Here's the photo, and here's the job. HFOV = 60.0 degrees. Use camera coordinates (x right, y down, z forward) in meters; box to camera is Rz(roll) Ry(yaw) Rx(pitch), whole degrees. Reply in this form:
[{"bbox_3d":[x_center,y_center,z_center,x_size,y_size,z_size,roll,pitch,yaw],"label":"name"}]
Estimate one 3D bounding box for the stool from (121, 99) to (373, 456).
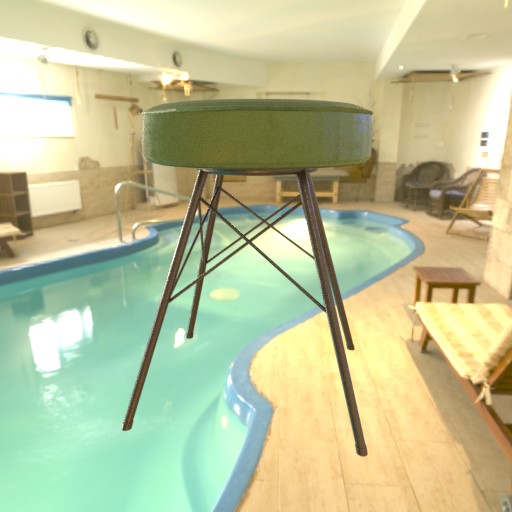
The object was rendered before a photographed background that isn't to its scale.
[{"bbox_3d":[0.000,0.000,0.915,0.457,0.595,0.430,2,16,9],"label":"stool"}]
